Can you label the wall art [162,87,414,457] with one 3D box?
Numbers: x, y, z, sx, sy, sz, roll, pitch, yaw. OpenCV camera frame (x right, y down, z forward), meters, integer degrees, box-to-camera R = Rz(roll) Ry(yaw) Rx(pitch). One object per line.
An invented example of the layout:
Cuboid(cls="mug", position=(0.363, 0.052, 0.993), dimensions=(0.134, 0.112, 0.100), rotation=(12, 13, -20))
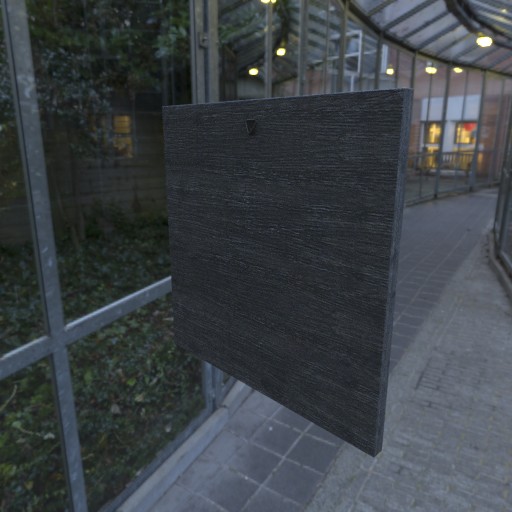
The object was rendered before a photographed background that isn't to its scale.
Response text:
Cuboid(cls="wall art", position=(0.000, 0.000, 0.689), dimensions=(0.027, 0.459, 0.462), rotation=(-14, 21, -42))
